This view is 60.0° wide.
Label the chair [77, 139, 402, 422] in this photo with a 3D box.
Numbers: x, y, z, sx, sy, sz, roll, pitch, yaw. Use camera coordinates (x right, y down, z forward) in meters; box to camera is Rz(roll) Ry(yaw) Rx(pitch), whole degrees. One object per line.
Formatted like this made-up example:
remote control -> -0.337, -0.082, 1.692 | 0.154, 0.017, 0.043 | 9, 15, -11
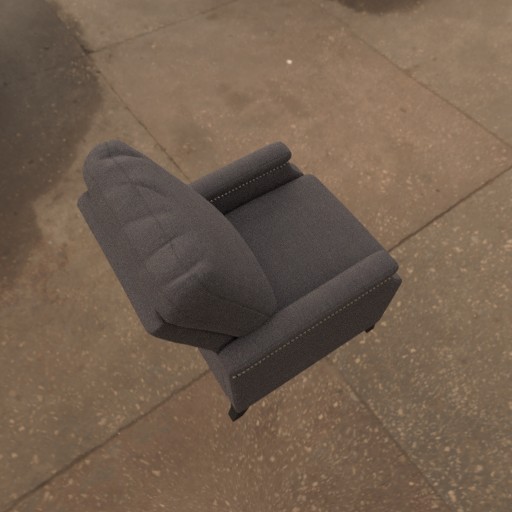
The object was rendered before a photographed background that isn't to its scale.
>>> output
chair -> 0.000, 0.000, 1.606 | 0.922, 1.049, 0.710 | -29, 62, -17
